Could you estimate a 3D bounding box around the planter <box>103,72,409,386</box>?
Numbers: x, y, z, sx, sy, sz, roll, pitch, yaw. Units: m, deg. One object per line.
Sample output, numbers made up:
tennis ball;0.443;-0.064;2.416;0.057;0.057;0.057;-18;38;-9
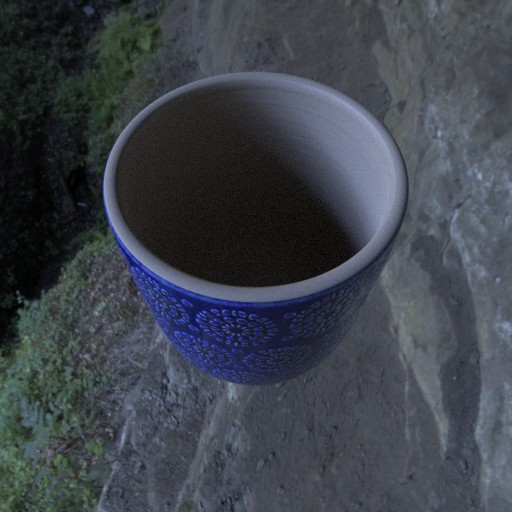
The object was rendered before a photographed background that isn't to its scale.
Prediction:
planter;0.000;0.000;0.352;0.184;0.206;0.184;0;58;0
